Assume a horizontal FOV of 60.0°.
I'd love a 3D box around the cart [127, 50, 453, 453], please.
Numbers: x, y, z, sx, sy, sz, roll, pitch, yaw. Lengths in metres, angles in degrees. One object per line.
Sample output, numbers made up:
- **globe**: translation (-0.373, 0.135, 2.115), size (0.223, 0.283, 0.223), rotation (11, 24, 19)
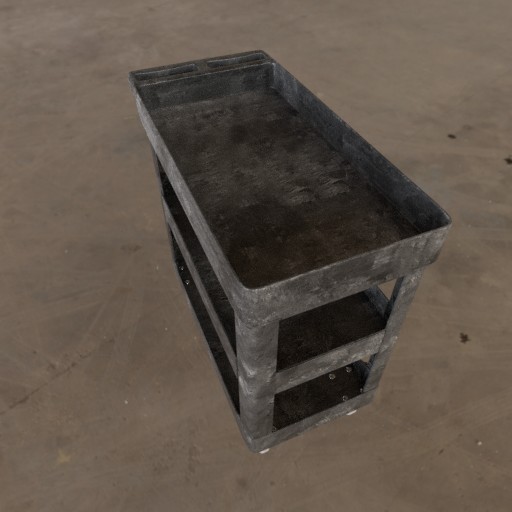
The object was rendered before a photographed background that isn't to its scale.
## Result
- **cart**: translation (0.000, 0.000, 1.310), size (0.420, 0.824, 0.877), rotation (-17, 48, -16)
